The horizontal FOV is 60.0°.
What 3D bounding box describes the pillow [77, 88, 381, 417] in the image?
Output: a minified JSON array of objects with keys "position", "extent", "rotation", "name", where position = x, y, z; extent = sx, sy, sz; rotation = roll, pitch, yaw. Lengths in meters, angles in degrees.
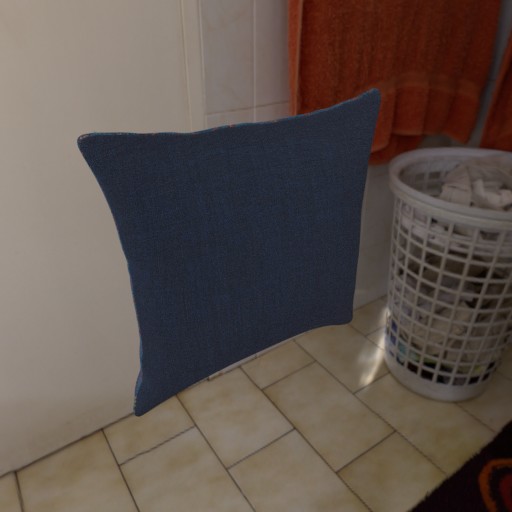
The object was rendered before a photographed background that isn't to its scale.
[{"position":[0.000,0.000,0.654],"extent":[0.431,0.431,0.141],"rotation":[-18,35,-27],"name":"pillow"}]
